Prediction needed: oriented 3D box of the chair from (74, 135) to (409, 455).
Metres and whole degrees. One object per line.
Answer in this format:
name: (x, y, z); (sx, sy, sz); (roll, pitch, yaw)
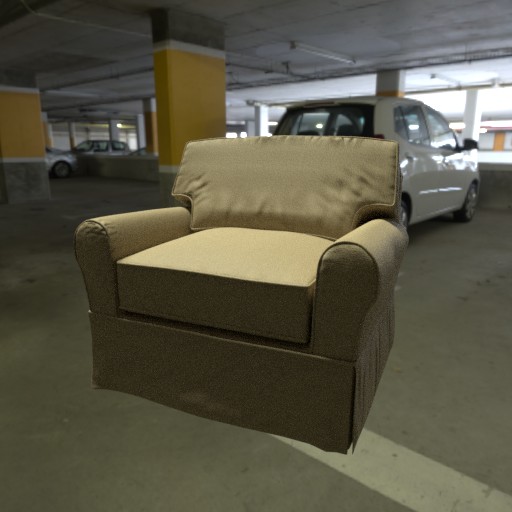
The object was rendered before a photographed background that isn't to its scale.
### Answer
chair: (0.000, 0.000, 1.763); (1.096, 0.937, 0.903); (6, 15, 23)
